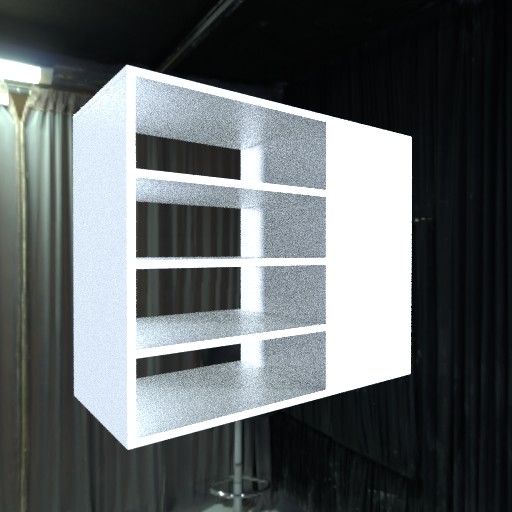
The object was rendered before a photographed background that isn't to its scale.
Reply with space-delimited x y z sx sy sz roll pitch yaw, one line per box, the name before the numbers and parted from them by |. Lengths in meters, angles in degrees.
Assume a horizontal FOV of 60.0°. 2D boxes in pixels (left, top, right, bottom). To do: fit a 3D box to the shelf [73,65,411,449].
shelf | 0.000 0.000 1.265 0.895 0.732 0.396 0 1 -36
